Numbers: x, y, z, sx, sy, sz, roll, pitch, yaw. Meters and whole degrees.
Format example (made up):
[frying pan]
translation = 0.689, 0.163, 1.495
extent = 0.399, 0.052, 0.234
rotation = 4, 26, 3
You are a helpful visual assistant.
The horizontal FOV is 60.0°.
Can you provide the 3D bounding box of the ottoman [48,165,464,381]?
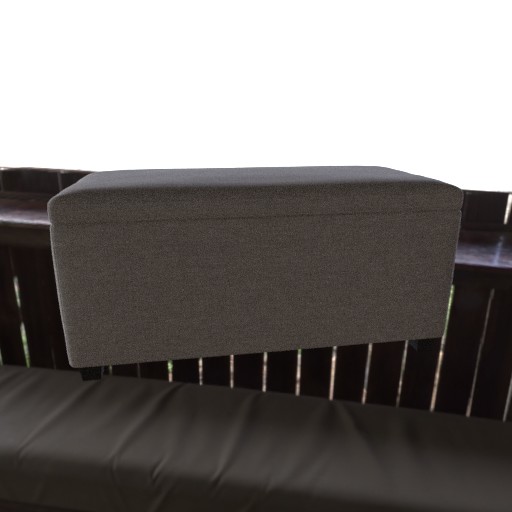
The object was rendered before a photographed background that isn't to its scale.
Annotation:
[ottoman]
translation = 0.000, 0.000, 1.155
extent = 0.902, 0.432, 0.419
rotation = -3, 18, -9
